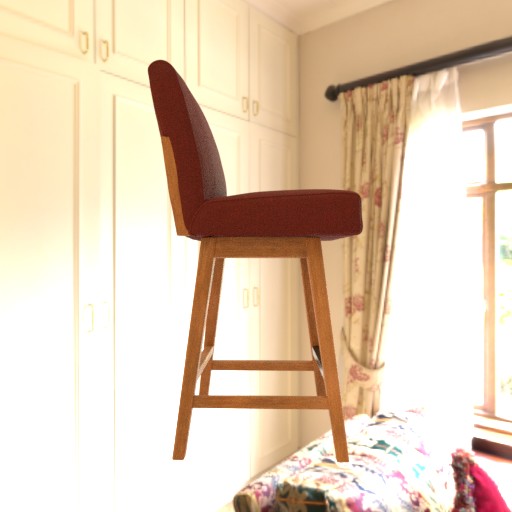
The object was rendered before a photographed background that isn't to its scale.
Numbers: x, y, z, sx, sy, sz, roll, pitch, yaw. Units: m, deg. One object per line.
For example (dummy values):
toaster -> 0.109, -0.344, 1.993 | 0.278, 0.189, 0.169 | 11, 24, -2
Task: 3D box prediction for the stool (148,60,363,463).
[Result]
stool -> 0.000, 0.000, 1.340 | 0.562, 1.038, 0.468 | 0, 0, 2
